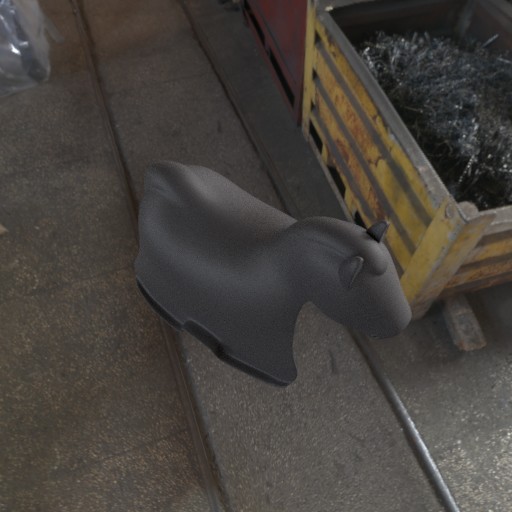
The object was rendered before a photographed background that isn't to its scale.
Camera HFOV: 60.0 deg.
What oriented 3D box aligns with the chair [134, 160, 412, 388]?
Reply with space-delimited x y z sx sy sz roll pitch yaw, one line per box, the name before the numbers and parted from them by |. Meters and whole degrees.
chair | 0.000 0.000 1.155 0.800 0.612 0.429 32 63 18
